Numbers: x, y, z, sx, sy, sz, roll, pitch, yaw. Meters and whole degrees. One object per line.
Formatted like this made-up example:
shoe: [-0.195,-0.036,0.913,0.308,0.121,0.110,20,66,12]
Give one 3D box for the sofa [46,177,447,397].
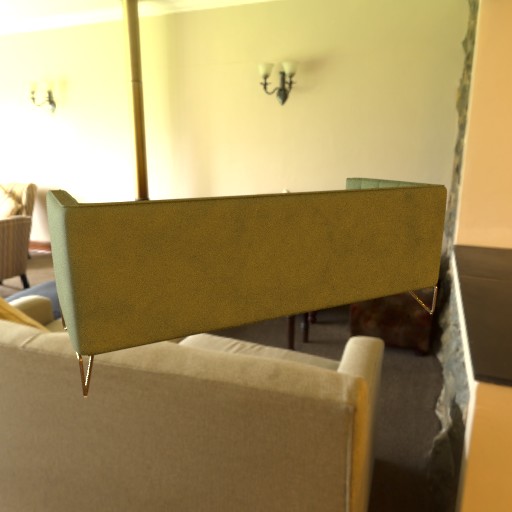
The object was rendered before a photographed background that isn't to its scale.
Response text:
sofa: [0.000,0.000,2.527,2.087,0.789,0.867,-7,16,-27]
